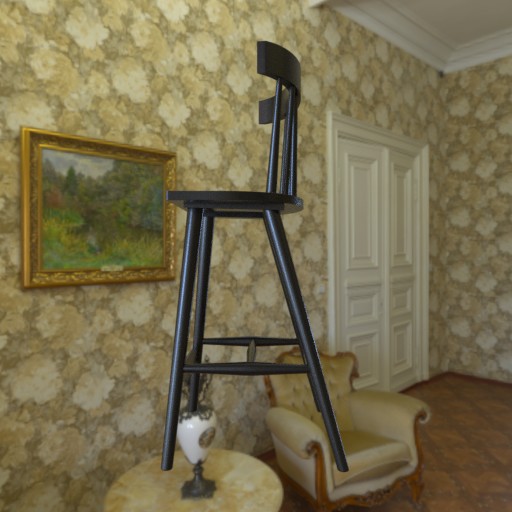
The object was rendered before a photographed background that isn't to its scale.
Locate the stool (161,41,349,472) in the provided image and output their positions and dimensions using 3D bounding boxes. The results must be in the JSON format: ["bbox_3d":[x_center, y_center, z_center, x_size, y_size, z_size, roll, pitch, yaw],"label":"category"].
[{"bbox_3d":[0.000,0.000,1.347,0.483,1.092,0.482,0,0,1],"label":"stool"}]
